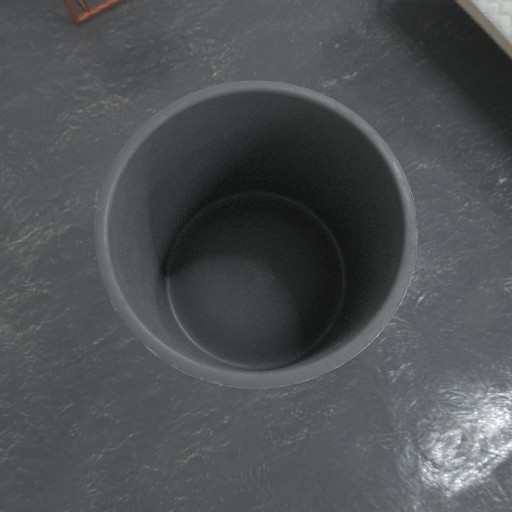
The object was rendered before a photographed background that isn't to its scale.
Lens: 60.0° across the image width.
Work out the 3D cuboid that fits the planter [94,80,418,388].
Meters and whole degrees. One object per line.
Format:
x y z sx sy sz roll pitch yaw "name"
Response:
0.000 0.000 0.446 0.254 0.221 0.254 0 75 0 "planter"
